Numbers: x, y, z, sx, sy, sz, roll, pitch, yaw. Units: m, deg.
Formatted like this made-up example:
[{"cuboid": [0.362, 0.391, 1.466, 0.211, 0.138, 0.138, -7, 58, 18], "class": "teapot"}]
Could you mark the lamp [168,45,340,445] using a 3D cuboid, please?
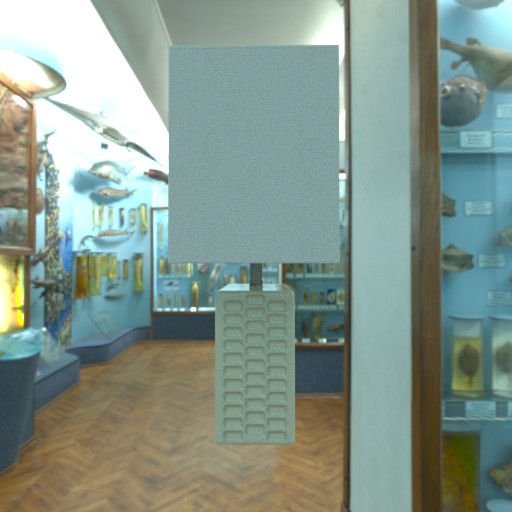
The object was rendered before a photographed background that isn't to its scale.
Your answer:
[{"cuboid": [0.000, 0.000, 0.705, 0.200, 0.515, 0.380, 0, -1, 1], "class": "lamp"}]
